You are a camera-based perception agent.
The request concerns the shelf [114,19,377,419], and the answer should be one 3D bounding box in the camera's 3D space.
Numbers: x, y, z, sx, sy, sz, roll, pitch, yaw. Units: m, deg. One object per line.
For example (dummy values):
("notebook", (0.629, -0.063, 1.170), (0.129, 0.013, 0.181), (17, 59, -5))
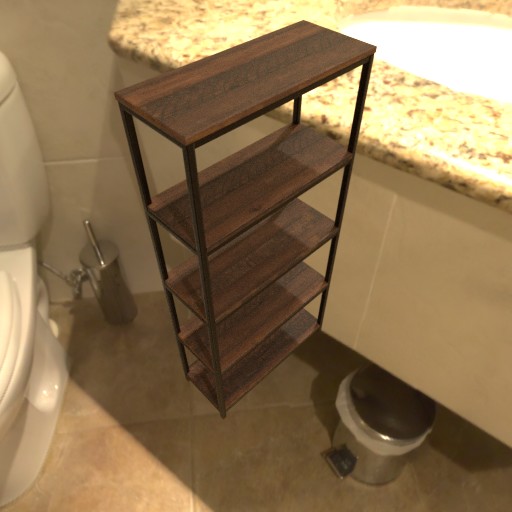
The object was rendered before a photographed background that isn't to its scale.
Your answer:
("shelf", (0.000, 0.000, 2.170), (0.874, 1.860, 0.359), (-35, 56, -28))
